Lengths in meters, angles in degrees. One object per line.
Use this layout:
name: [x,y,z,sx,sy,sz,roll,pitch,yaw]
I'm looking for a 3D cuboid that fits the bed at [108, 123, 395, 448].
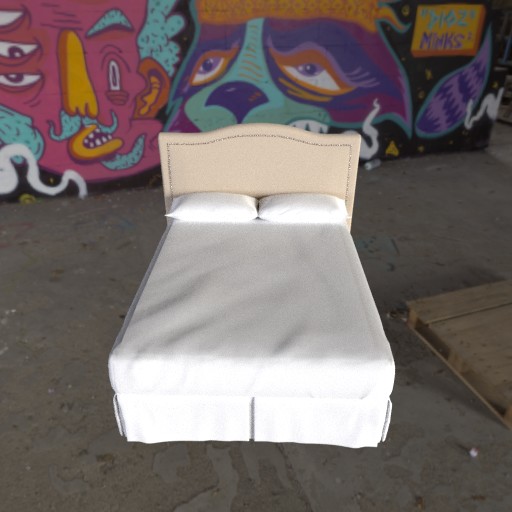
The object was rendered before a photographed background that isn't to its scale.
bed: [0.000,0.000,3.273,1.753,1.460,2.143,1,30,1]
